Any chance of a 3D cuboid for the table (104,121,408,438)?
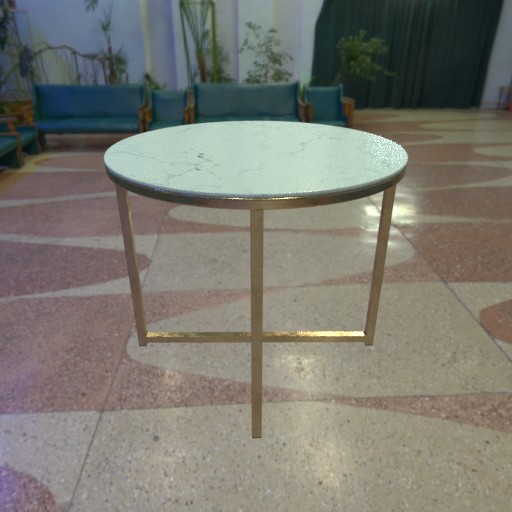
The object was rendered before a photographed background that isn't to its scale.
[{"bbox_3d":[0.000,0.000,0.855,0.500,0.420,0.500,0,27,0],"label":"table"}]
